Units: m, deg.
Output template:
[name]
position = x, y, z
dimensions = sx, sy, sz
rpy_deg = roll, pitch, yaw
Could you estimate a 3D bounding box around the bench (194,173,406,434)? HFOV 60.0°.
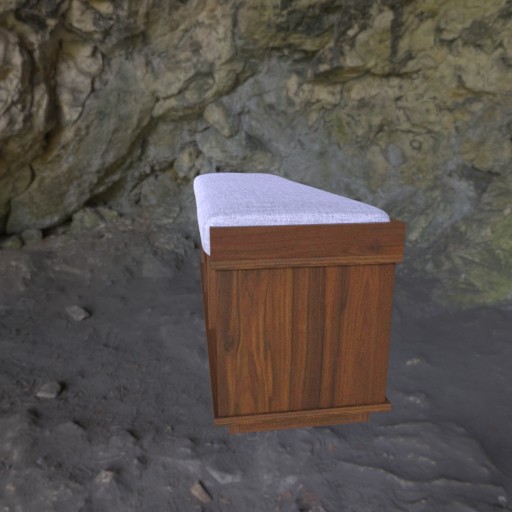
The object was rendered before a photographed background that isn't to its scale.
[bench]
position = 0.000, 0.000, 1.391
dimensions = 0.367, 0.468, 1.196
rpy_deg = -2, 14, -8
